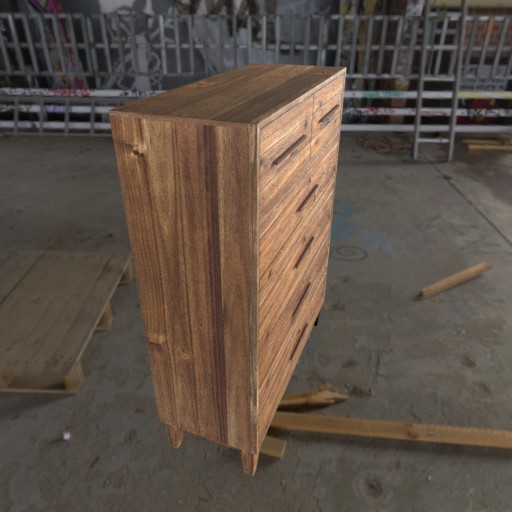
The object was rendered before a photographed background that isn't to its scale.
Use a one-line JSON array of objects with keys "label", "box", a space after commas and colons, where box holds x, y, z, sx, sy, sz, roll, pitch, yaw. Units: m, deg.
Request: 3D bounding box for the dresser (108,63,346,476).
[{"label": "dresser", "box": [0.000, 0.000, 1.899, 0.442, 1.393, 1.062, 11, 32, 18]}]
